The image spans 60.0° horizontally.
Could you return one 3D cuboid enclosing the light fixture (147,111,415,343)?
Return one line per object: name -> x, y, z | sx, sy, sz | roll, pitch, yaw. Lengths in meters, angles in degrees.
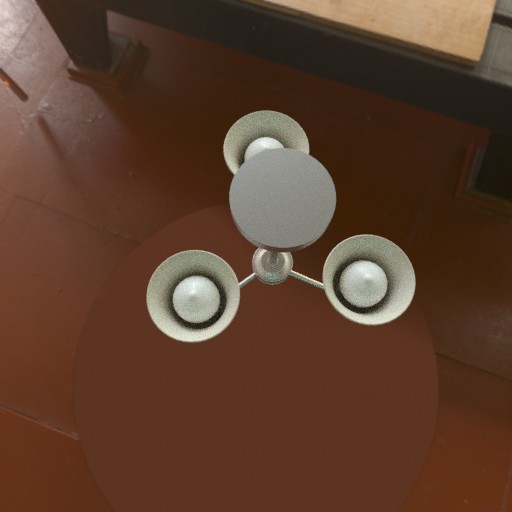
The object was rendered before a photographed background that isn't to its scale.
light fixture -> 0.000, 0.000, 0.672 | 0.354, 0.370, 0.388 | -34, 78, -8
